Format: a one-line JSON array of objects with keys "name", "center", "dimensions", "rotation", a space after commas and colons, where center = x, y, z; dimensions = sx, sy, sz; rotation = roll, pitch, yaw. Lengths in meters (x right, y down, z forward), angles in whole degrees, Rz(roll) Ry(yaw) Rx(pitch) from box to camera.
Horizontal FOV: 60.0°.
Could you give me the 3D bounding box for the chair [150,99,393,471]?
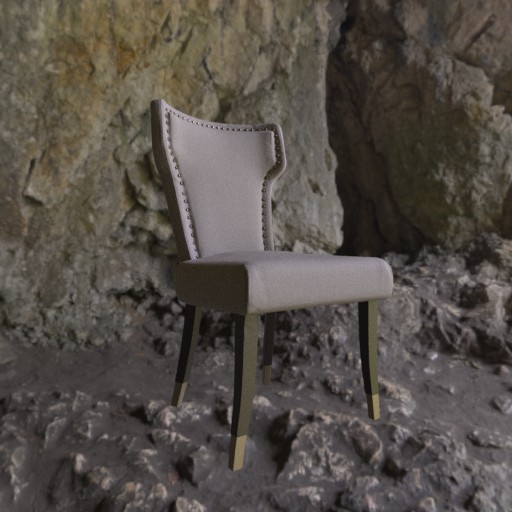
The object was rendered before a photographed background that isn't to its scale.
[{"name": "chair", "center": [0.000, 0.000, 1.350], "dimensions": [0.526, 0.955, 0.630], "rotation": [-1, 2, -36]}]
